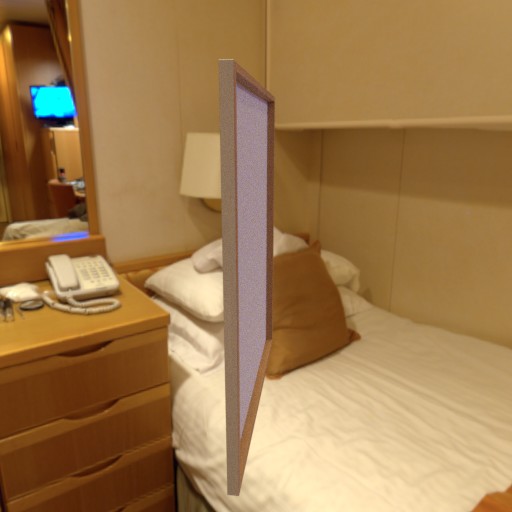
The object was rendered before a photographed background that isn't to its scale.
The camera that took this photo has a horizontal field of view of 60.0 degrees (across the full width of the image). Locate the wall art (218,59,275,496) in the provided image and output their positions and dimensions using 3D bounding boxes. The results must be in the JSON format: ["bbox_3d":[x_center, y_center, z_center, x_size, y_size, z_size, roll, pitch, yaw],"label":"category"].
[{"bbox_3d":[0.000,0.000,0.978,0.021,0.710,0.609,2,15,7],"label":"wall art"}]
